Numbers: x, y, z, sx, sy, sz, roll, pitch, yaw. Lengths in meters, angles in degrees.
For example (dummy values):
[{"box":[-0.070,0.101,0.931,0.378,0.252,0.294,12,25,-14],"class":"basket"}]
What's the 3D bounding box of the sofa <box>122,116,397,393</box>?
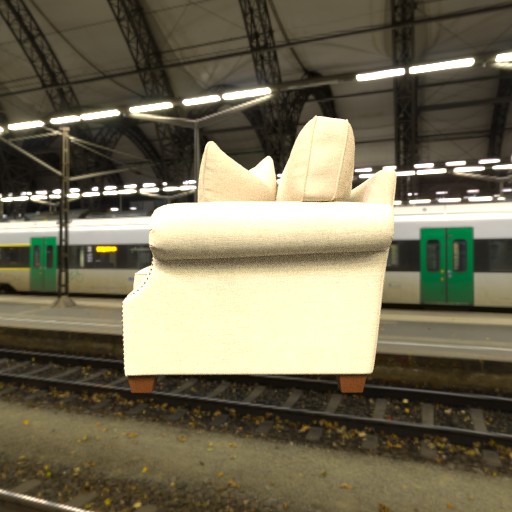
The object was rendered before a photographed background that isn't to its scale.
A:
[{"box":[0.000,0.000,2.294,0.966,0.966,1.701,0,0,-1],"class":"sofa"}]
